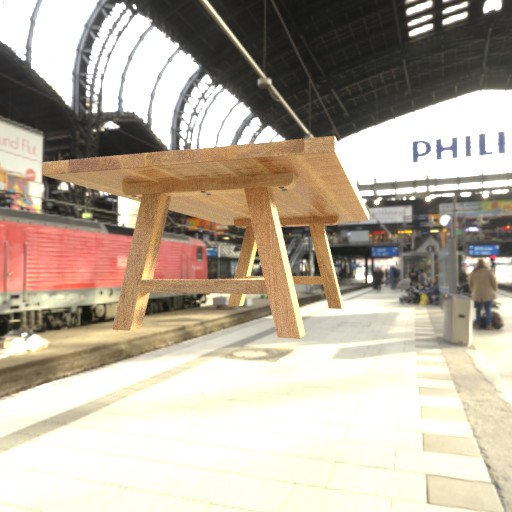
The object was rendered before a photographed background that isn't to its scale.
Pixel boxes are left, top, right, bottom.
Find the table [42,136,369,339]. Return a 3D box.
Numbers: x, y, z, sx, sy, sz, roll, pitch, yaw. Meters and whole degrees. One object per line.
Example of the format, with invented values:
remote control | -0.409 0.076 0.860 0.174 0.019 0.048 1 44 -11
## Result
table | 0.000 0.000 1.668 0.760 0.455 1.320 -1 -2 17
